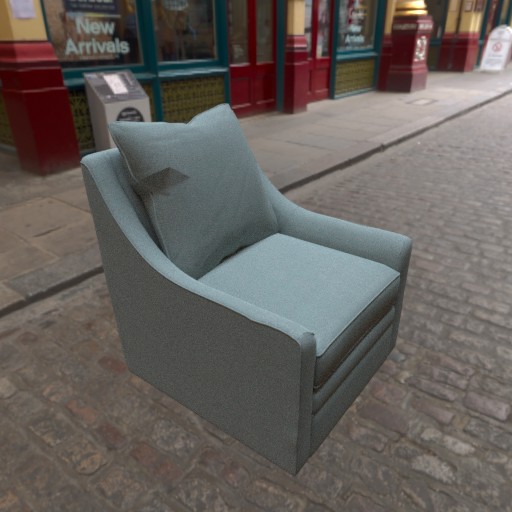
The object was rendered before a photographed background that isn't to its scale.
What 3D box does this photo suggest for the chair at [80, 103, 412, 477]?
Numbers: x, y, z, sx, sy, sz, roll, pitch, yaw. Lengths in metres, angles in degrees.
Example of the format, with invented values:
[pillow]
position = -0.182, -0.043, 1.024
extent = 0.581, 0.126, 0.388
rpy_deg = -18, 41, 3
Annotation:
[chair]
position = 0.000, 0.000, 1.577
extent = 0.870, 0.926, 0.760
rpy_deg = 19, 32, 33
